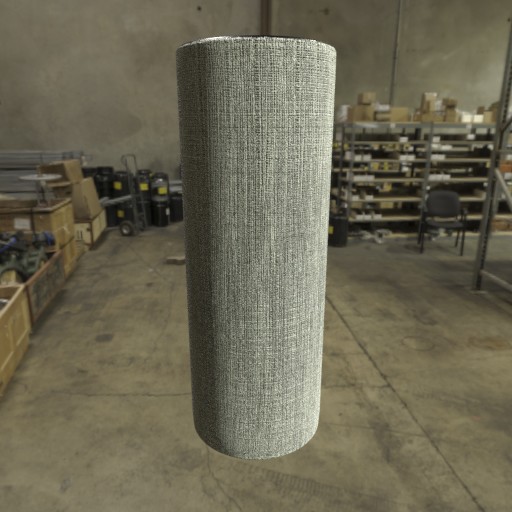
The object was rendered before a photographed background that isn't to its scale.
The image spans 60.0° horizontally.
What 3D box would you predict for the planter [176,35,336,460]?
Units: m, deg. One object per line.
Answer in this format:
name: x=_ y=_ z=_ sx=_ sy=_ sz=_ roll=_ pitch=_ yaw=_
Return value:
planter: x=0.000 y=0.000 z=0.317 sx=0.100 sy=0.270 sz=0.100 roll=-2 pitch=17 yaw=-7
